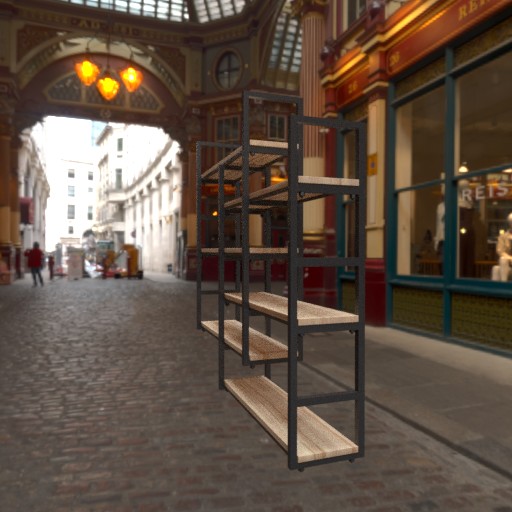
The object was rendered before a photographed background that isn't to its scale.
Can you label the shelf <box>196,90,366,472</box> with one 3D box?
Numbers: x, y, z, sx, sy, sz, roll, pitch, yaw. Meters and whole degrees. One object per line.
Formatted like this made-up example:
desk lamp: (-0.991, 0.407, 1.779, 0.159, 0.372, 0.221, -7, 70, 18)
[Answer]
shelf: (0.000, 0.000, 1.406, 0.183, 0.921, 0.946, 0, 1, -20)
